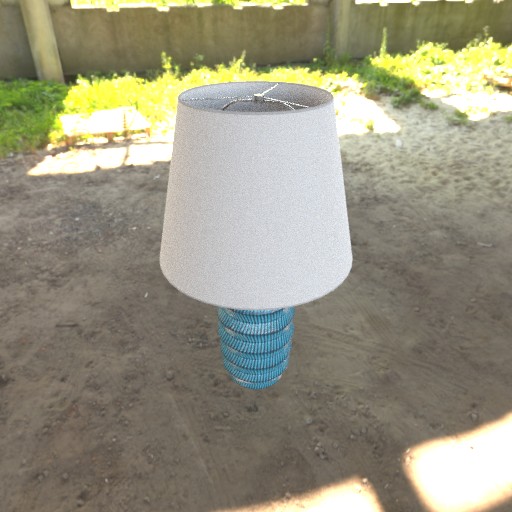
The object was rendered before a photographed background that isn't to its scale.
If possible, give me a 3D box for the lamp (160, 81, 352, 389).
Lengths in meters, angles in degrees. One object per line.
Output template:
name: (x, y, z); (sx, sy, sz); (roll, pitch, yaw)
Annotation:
lamp: (0.000, 0.000, 0.834); (0.355, 0.582, 0.355); (0, 31, 0)
